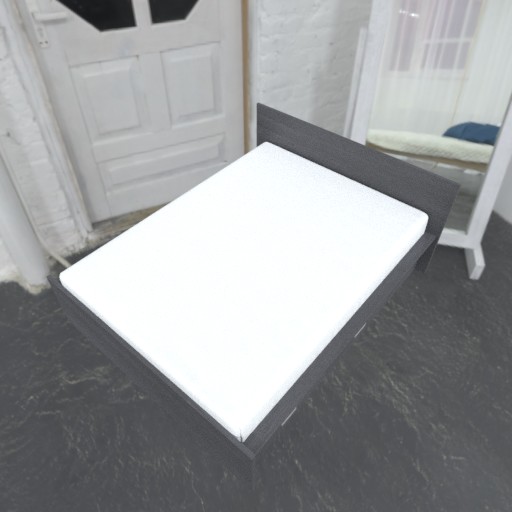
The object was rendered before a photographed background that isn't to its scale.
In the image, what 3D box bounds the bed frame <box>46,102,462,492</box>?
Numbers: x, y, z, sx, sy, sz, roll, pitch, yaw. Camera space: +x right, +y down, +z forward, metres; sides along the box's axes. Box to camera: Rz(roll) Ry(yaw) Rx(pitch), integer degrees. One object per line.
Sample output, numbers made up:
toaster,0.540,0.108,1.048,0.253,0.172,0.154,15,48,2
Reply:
bed frame,0.000,0.000,2.834,1.622,0.800,1.960,31,53,27
